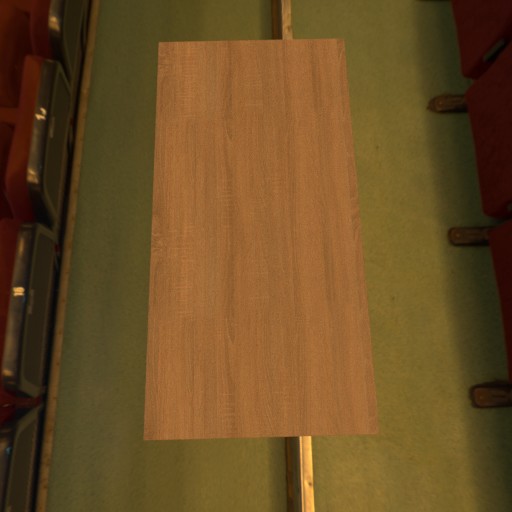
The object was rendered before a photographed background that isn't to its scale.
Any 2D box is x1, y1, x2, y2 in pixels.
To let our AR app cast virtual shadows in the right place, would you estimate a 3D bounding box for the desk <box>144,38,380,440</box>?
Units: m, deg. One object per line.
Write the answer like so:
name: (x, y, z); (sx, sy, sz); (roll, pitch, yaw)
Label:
desk: (0.000, 0.000, 1.425); (0.495, 0.762, 0.991); (-1, 75, 0)
